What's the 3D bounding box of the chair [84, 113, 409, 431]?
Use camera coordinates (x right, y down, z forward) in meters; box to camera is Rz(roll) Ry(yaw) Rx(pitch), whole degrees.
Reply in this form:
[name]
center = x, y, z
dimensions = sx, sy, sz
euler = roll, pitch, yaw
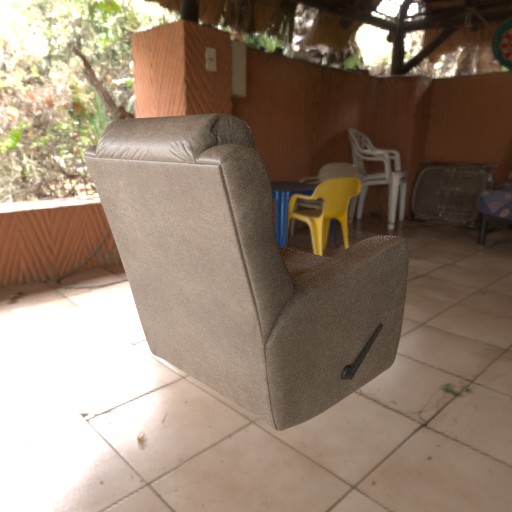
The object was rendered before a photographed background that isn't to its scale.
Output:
[chair]
center = 0.000, 0.000, 1.900
dimensions = 1.068, 1.116, 0.967
euler = -14, 20, -43
